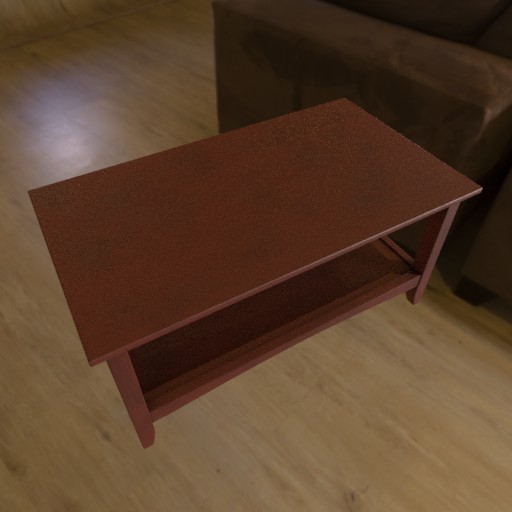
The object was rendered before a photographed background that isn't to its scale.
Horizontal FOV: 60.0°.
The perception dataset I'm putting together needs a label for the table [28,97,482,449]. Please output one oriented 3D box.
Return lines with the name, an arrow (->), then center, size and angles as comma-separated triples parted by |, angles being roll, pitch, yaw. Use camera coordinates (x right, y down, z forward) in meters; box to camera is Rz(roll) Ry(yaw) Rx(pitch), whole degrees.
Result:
table -> 0.000, 0.000, 1.215 | 0.943, 0.456, 0.533 | -23, 50, -20
